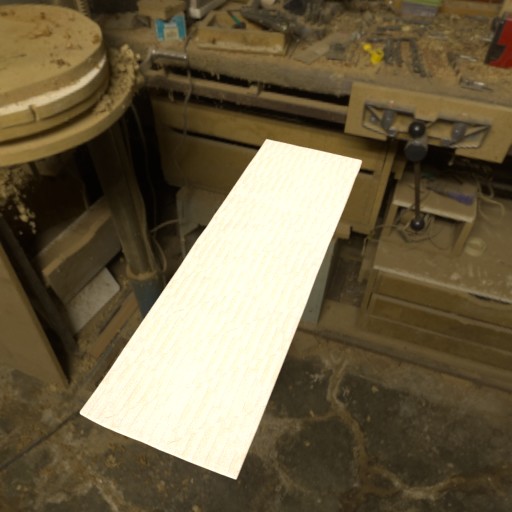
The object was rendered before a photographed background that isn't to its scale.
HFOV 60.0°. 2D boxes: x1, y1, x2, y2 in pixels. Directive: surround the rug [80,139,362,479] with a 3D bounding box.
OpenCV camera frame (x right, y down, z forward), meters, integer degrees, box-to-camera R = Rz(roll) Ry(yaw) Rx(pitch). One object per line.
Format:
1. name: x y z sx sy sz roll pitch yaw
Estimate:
1. rug: 0.000 0.000 2.707 0.793 0.014 2.450 16 49 14
